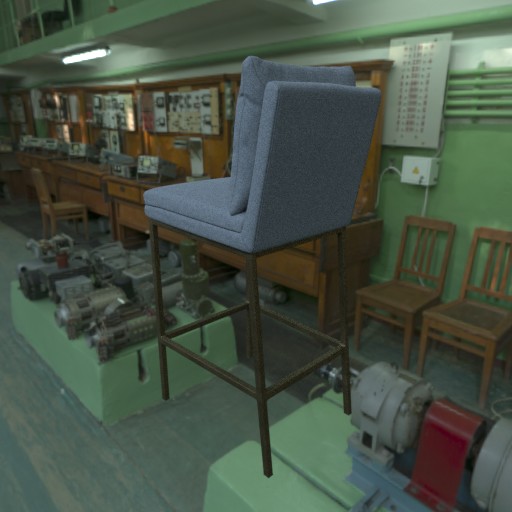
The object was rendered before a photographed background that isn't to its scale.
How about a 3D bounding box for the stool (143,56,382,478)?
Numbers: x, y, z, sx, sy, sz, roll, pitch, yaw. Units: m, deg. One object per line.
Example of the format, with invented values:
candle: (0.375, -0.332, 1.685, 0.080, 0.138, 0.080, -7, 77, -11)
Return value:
stool: (0.000, 0.000, 1.424, 0.463, 1.130, 0.569, -17, 24, -42)
